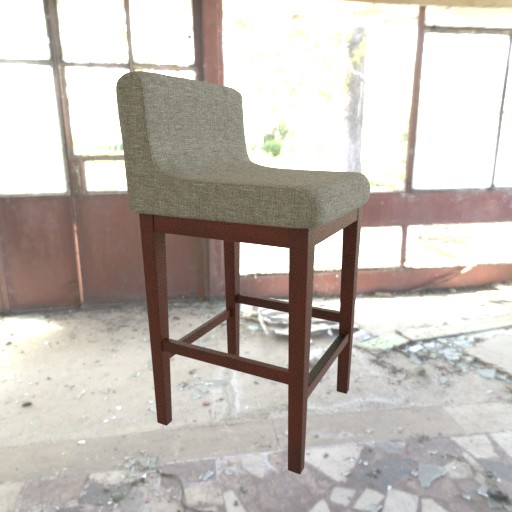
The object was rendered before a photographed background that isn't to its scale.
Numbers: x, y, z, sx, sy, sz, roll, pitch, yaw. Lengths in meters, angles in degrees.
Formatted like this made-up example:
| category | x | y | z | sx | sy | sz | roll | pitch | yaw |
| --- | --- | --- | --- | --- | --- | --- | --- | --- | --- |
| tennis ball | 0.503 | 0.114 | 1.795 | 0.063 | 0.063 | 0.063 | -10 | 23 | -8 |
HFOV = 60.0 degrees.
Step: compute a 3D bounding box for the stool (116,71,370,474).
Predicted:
| category | x | y | z | sx | sy | sz | roll | pitch | yaw |
| --- | --- | --- | --- | --- | --- | --- | --- | --- | --- |
| stool | 0.000 | 0.000 | 1.093 | 0.459 | 0.835 | 0.417 | 8 | 17 | 26 |
